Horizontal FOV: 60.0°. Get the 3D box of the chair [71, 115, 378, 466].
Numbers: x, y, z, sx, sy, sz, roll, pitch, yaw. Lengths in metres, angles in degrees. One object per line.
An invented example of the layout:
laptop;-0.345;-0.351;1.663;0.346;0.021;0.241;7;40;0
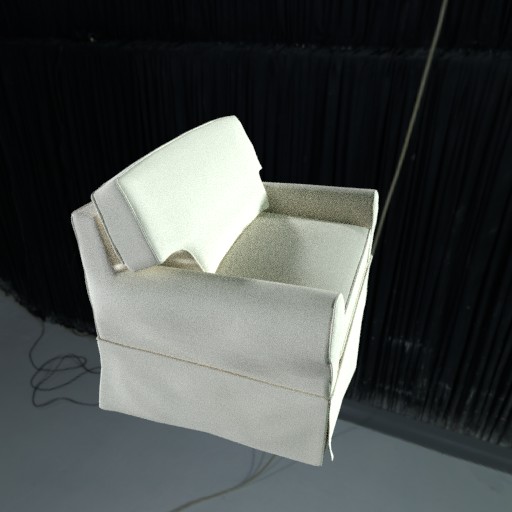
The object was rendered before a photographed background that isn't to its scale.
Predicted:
chair;0.000;0.000;1.803;0.904;0.958;1.099;10;30;17
